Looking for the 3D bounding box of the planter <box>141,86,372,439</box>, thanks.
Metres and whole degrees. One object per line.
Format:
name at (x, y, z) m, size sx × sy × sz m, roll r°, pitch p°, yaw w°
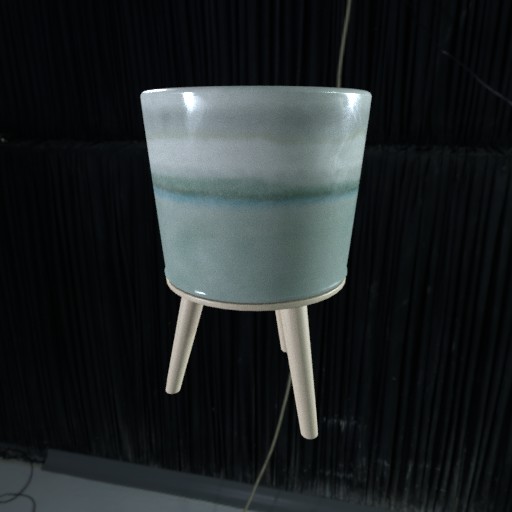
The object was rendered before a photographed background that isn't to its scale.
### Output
planter at (0.000, 0.000, 0.583) m, size 0.265 × 0.404 × 0.265 m, roll 3°, pitch 18°, yaw 9°
